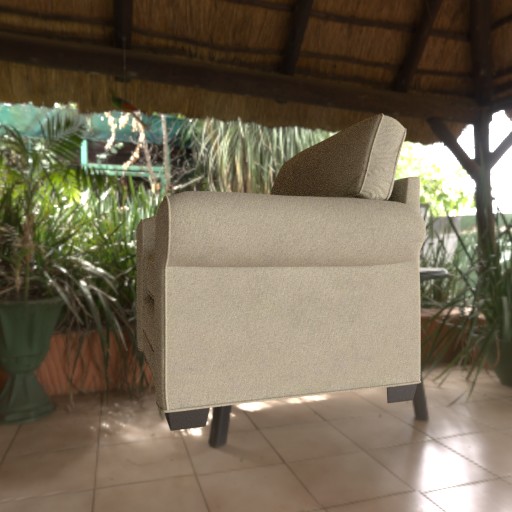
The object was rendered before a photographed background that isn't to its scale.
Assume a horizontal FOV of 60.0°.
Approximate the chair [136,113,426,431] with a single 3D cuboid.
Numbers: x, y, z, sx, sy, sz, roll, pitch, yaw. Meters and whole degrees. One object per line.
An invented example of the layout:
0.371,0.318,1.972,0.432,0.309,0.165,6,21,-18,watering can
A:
0.000,0.000,1.902,0.939,1.044,1.147,0,0,-19,chair
